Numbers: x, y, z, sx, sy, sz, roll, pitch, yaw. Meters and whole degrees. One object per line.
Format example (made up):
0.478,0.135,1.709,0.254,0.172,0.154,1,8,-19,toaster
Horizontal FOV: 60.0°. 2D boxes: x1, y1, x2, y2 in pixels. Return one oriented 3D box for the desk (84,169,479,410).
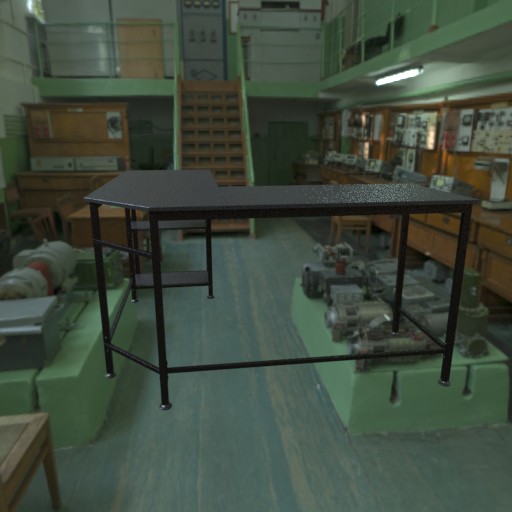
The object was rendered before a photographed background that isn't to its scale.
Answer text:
0.000,0.000,2.210,1.379,0.739,1.379,-2,16,-8,desk
